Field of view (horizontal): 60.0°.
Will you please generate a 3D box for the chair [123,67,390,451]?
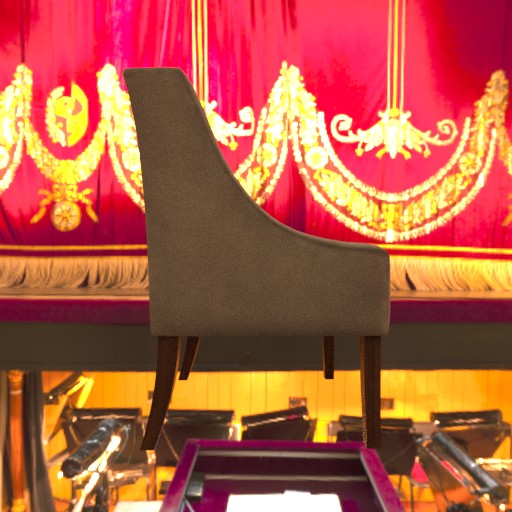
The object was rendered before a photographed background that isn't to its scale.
[{"bbox_3d":[0.000,0.000,1.324,0.629,0.895,0.629,0,1,-1],"label":"chair"}]
